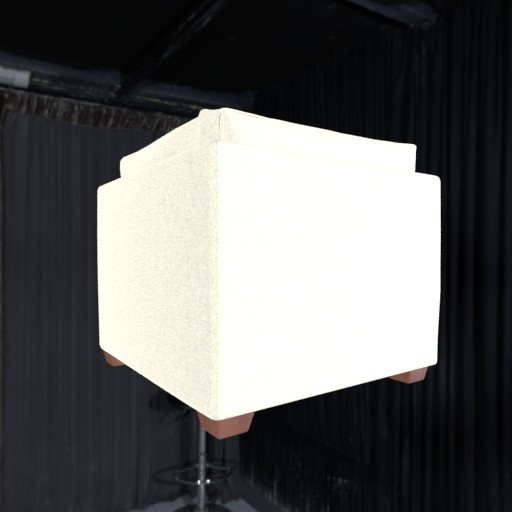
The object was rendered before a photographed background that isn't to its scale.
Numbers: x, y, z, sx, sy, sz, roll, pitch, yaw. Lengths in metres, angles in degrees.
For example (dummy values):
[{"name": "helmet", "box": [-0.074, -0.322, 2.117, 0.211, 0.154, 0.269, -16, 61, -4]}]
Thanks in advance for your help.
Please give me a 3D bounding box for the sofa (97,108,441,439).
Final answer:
[{"name": "sofa", "box": [0.000, 0.000, 1.951, 1.084, 1.002, 1.146, -1, 1, -35]}]
